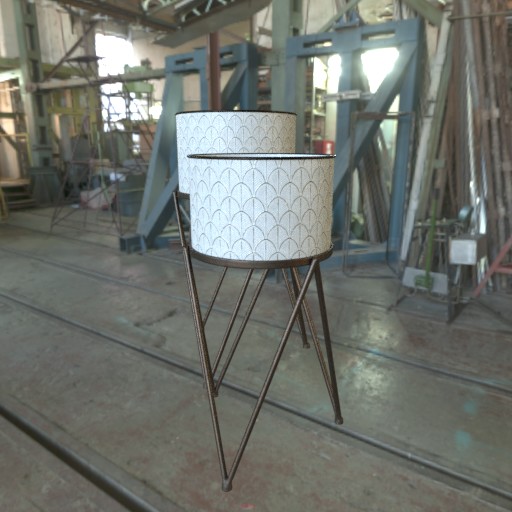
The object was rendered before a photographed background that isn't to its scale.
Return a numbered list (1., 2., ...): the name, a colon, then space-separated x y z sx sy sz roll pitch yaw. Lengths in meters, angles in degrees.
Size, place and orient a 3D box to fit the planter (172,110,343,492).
1. planter: 0.000 0.000 1.131 0.413 0.712 0.769 -2 15 -9
